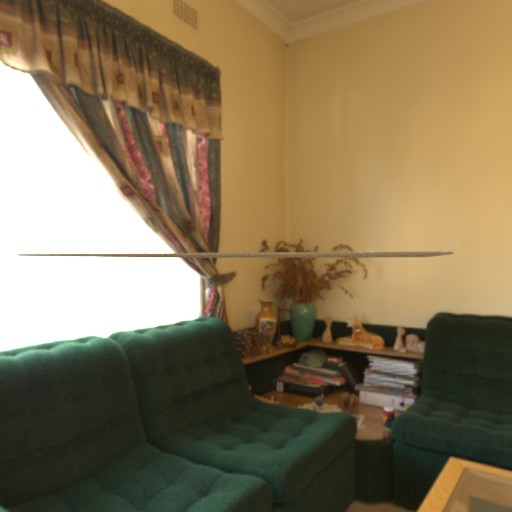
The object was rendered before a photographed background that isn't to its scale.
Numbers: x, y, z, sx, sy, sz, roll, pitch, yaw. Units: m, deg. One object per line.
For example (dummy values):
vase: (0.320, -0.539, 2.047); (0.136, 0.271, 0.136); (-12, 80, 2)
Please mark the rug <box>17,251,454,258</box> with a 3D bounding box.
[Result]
rug: (0.000, 0.000, 3.835); (2.895, 0.018, 2.288); (0, -1, 18)
